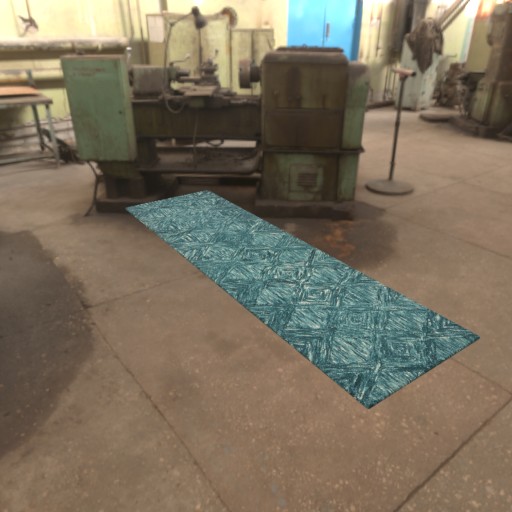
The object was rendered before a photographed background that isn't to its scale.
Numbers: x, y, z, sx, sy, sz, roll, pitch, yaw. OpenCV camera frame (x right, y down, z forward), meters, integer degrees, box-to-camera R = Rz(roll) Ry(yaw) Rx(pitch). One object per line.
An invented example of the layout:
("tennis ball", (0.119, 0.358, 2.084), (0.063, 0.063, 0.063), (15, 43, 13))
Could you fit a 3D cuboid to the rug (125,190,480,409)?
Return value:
("rug", (0.000, 0.000, 2.499), (0.676, 0.016, 2.286), (-18, 32, -31))
